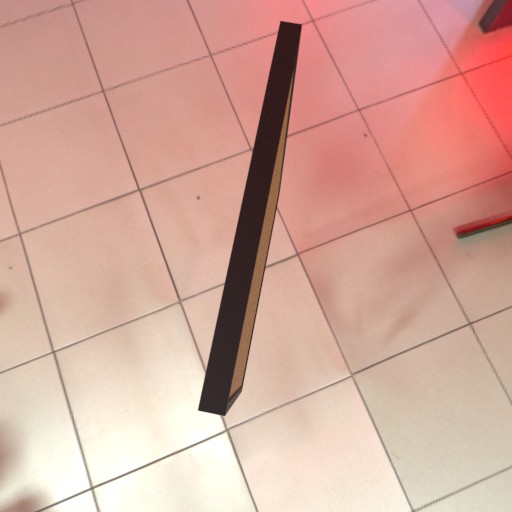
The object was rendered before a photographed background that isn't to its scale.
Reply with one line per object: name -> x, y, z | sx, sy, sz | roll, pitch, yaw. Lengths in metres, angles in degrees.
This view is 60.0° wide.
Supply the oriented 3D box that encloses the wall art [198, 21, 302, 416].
wall art -> 0.000, 0.000, 0.532 | 0.019, 0.381, 0.330 | 10, 76, 3
